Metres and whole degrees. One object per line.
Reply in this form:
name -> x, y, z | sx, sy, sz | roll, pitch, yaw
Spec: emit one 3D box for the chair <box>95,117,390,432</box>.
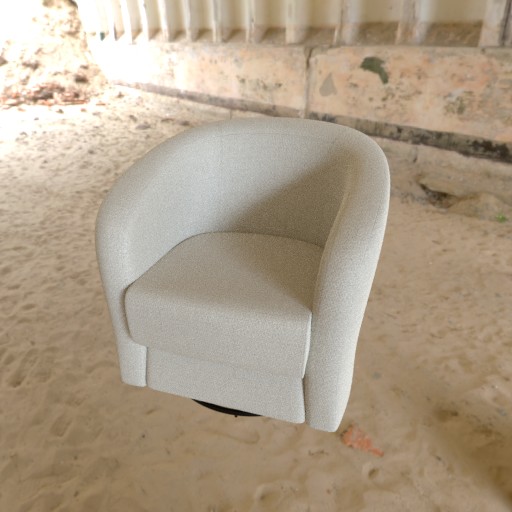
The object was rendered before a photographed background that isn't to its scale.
chair -> 0.000, 0.000, 1.465 | 0.791, 0.771, 0.815 | 8, 28, 15
